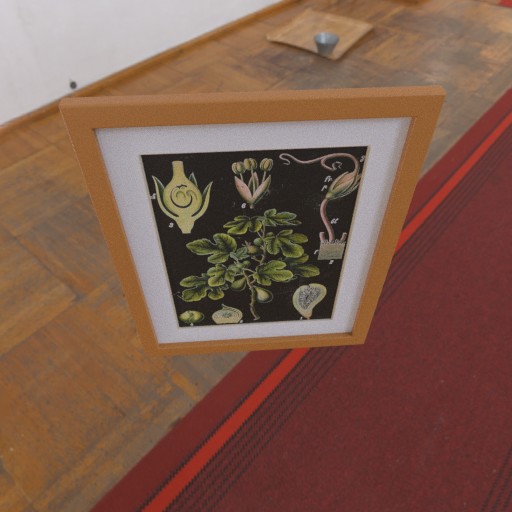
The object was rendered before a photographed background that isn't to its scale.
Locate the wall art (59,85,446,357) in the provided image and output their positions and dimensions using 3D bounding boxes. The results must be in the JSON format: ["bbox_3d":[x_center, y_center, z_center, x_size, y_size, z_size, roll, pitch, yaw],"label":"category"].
[{"bbox_3d":[0.000,0.000,0.722,0.452,0.553,0.022,-3,47,-3],"label":"wall art"}]
